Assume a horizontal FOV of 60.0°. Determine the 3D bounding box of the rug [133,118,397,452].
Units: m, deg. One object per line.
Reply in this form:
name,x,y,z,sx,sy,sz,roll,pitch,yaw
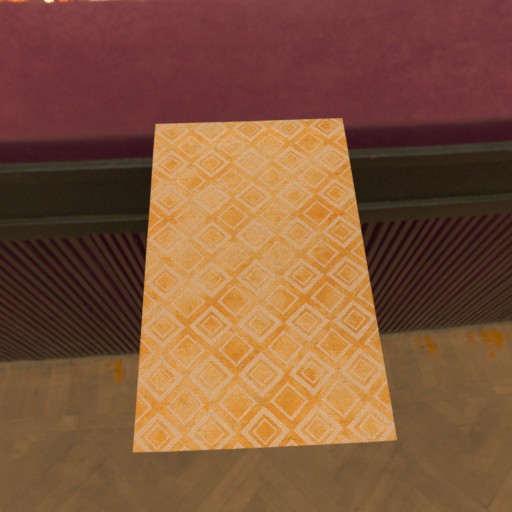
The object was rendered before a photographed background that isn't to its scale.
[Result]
rug,0.000,0.000,3.051,1.511,0.010,2.424,-2,64,-1
